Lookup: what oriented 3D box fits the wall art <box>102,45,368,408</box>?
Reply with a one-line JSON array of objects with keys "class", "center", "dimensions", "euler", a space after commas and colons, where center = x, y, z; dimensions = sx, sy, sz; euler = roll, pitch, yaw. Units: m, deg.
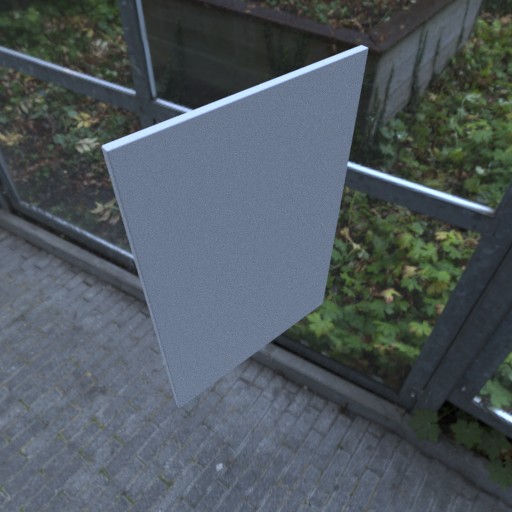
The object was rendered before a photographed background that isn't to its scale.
[{"class": "wall art", "center": [0.000, 0.000, 0.614], "dimensions": [0.329, 0.482, 0.011], "euler": [-31, 54, -26]}]
